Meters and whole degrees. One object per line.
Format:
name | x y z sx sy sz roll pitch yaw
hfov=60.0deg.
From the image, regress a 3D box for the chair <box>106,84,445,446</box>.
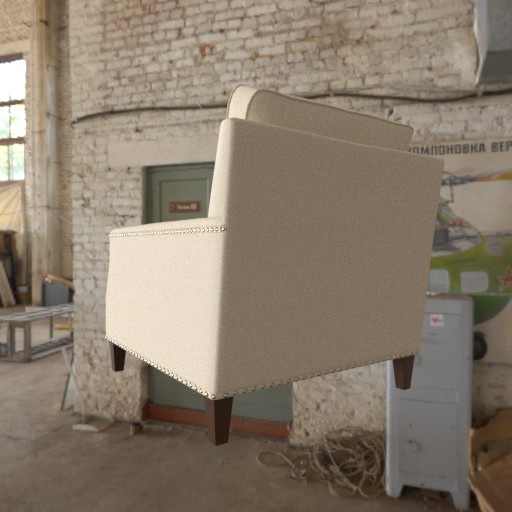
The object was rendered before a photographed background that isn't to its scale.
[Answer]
chair | 0.000 0.000 1.664 0.853 0.943 1.014 -1 2 -35
